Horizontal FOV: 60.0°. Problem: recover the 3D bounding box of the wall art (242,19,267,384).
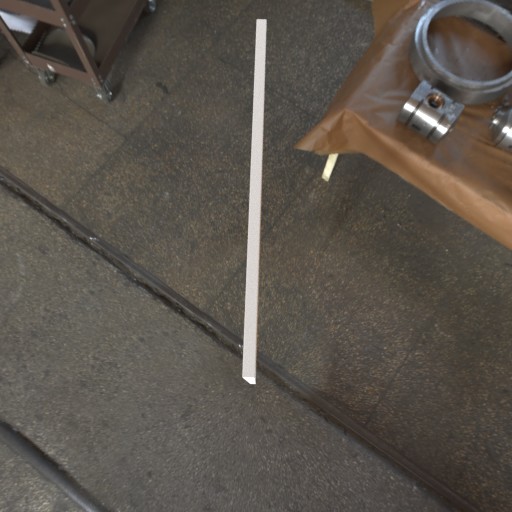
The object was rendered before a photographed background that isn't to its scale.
[{"bbox_3d":[0.000,0.000,0.833,0.013,0.656,0.456,2,73,1],"label":"wall art"}]
